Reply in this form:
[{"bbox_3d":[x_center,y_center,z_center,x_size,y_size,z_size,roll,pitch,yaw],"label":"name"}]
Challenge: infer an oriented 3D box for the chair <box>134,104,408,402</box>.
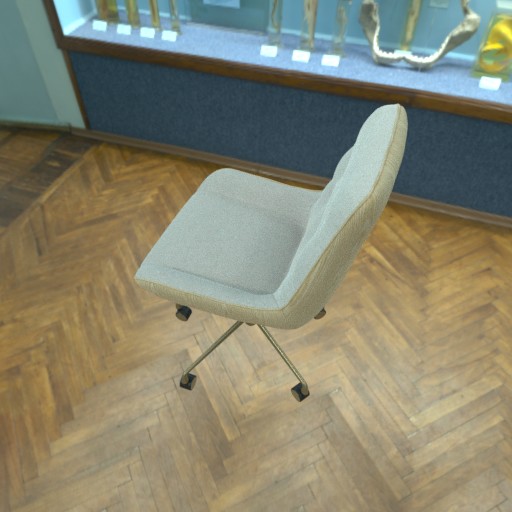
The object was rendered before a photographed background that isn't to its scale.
[{"bbox_3d":[0.000,0.000,1.345,0.668,0.952,0.564,16,49,14],"label":"chair"}]
